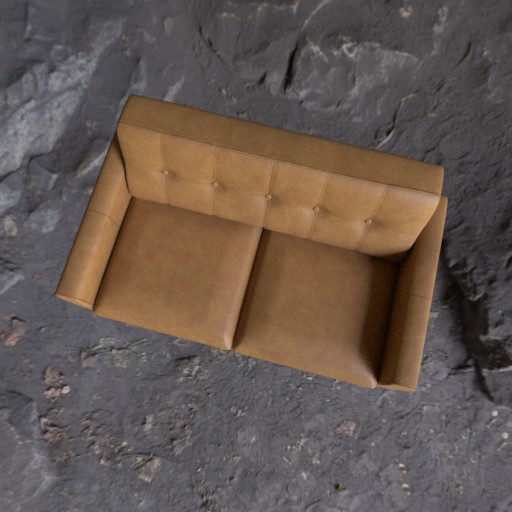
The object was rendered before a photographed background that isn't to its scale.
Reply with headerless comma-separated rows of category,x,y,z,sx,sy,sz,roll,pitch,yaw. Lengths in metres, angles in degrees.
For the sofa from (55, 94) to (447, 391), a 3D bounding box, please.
sofa,0.000,0.000,2.196,1.651,0.925,0.952,14,76,4
